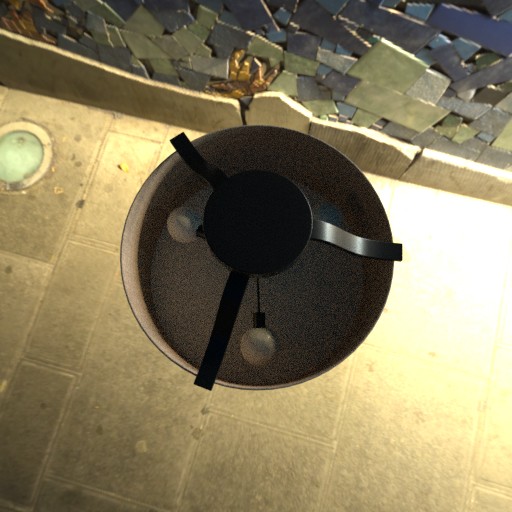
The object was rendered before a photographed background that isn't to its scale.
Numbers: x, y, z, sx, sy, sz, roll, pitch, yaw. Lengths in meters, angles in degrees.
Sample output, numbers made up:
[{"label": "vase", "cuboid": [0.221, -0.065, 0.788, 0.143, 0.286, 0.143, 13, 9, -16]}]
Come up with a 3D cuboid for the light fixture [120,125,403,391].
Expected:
[{"label": "light fixture", "cuboid": [0.000, 0.000, 0.651, 0.390, 0.306, 0.390, 0, 76, 0]}]
